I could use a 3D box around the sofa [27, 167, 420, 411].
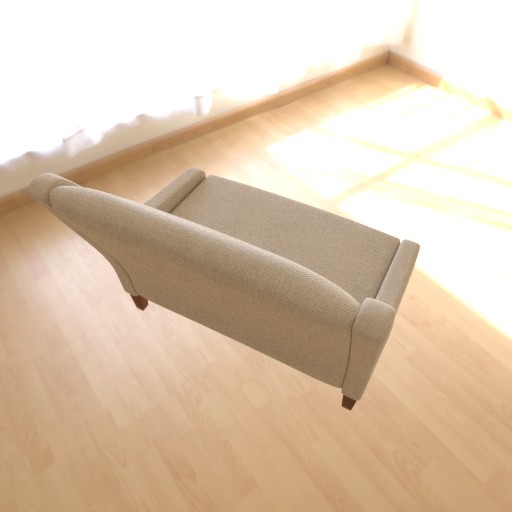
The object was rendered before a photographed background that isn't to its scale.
[{"bbox_3d":[0.000,0.000,1.869,1.212,0.976,0.946,21,51,19],"label":"sofa"}]
